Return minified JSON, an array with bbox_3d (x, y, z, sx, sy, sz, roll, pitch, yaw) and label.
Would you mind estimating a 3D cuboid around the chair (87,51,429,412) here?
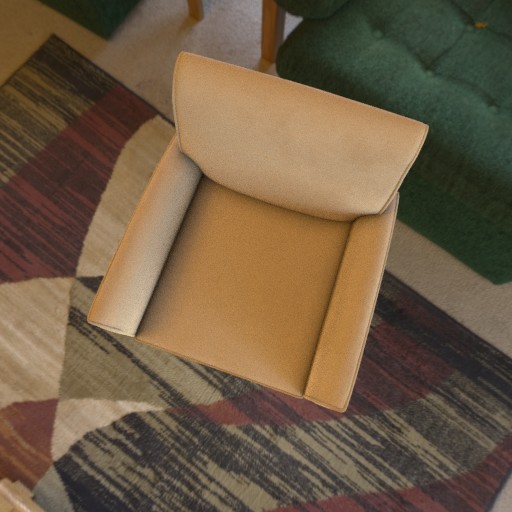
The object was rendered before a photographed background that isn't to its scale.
[{"bbox_3d":[0.000,0.000,1.566,0.820,0.915,0.821,18,77,4],"label":"chair"}]
